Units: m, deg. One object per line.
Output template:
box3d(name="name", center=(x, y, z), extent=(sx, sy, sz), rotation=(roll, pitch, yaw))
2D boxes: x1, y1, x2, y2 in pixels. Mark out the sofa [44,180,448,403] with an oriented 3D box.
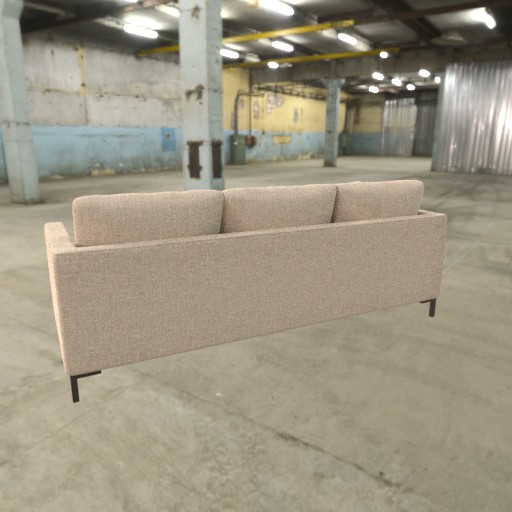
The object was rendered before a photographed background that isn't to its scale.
box3d(name="sofa", center=(0.000, 0.000, 2.634), extent=(2.218, 0.874, 0.859), rotation=(-7, 16, -26))
